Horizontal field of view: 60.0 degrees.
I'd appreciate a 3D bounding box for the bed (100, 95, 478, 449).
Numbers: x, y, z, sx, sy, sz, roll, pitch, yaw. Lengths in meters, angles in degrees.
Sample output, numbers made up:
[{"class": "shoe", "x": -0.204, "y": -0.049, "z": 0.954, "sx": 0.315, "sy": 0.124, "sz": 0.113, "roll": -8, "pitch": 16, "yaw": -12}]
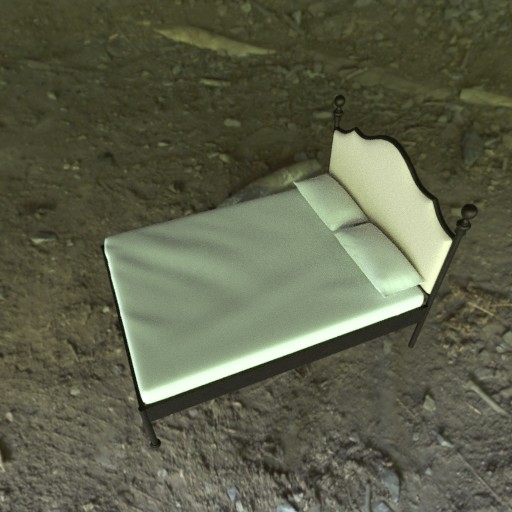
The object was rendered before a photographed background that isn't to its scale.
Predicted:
[{"class": "bed", "x": 0.000, "y": 0.000, "z": 3.373, "sx": 2.224, "sy": 1.499, "sz": 1.642, "roll": -16, "pitch": 47, "yaw": -15}]
